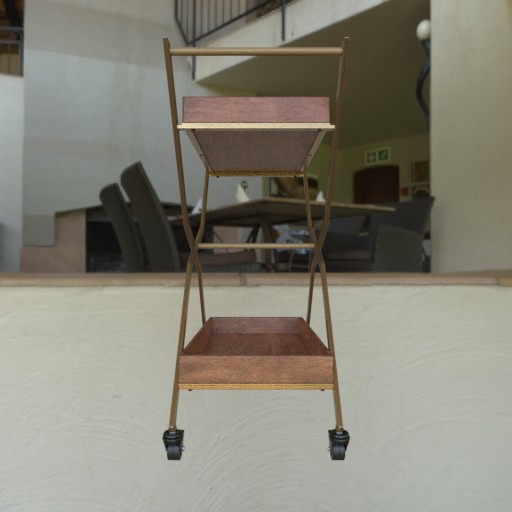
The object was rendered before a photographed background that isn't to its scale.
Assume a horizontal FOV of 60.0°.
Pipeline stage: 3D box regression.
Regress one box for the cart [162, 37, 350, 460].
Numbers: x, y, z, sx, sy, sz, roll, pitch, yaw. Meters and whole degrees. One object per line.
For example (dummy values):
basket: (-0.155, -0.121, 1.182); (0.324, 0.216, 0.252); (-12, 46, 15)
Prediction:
cart: (0.000, 0.000, 1.301); (0.405, 0.869, 0.836); (0, -1, 0)
